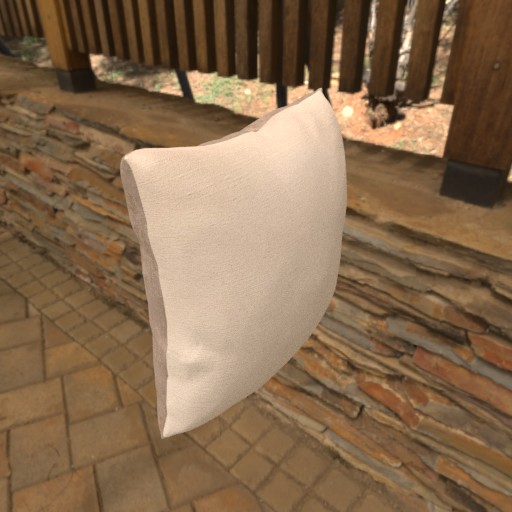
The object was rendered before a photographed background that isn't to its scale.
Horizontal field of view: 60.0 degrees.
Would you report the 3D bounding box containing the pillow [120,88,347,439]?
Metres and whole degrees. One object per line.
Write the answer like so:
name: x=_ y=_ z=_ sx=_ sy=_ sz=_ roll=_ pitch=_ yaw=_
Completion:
pillow: x=0.000 y=0.000 z=0.709 sx=0.245 sy=0.448 sz=0.450 roll=21 pitch=37 yaw=30
